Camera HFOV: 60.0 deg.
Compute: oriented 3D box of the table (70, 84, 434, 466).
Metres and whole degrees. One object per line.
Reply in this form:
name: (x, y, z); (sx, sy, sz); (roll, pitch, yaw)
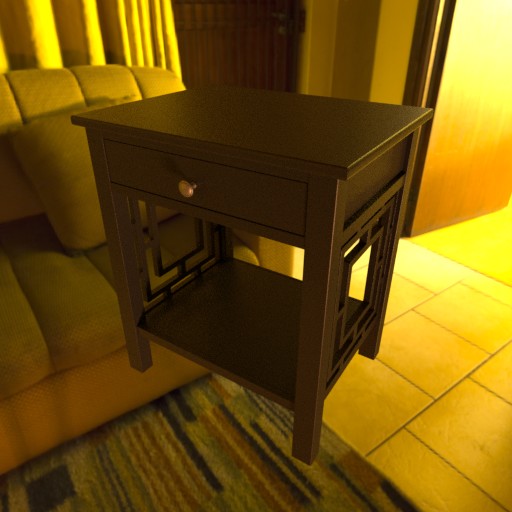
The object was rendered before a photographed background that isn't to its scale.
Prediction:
table: (0.000, 0.000, 1.024); (0.564, 0.646, 0.451); (18, 35, 28)
